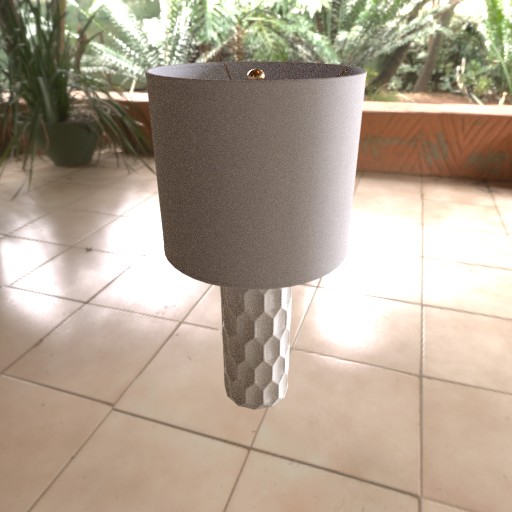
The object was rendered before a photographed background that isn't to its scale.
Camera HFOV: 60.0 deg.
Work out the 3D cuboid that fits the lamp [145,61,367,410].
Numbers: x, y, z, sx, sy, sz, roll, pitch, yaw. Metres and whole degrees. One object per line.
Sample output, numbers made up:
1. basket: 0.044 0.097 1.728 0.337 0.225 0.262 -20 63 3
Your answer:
1. lamp: 0.000 0.000 0.688 0.277 0.537 0.277 8 29 16
